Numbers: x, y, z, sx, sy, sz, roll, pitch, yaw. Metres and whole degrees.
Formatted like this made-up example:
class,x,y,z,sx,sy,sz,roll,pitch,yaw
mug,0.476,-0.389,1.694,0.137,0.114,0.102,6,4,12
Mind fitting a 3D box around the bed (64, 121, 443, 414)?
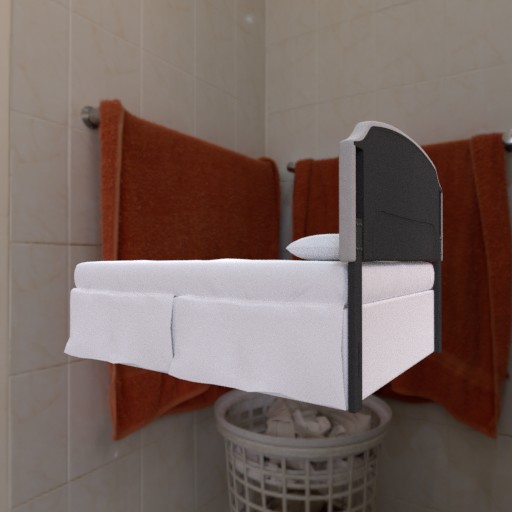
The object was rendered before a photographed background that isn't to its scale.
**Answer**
class,x,y,z,sx,sy,sz,roll,pitch,yaw
bed,0.000,0.000,2.921,1.999,1.270,1.558,0,-1,35
